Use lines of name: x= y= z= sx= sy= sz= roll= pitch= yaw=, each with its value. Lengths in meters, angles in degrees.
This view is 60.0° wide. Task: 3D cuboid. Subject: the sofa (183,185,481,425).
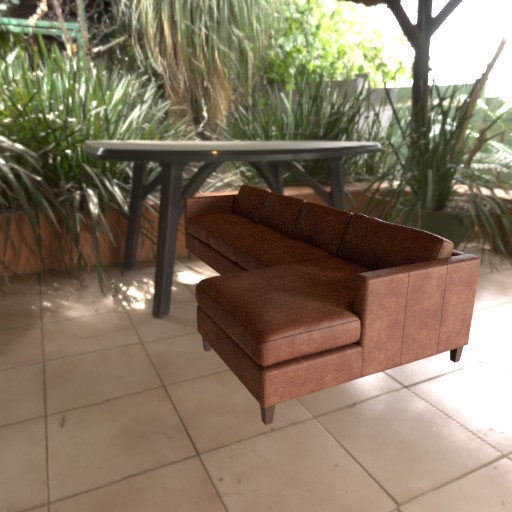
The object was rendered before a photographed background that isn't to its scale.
sofa: x=0.000 y=0.000 z=3.899 sx=1.581 sy=0.883 sz=3.203 roll=-8 pitch=18 yaw=-26
